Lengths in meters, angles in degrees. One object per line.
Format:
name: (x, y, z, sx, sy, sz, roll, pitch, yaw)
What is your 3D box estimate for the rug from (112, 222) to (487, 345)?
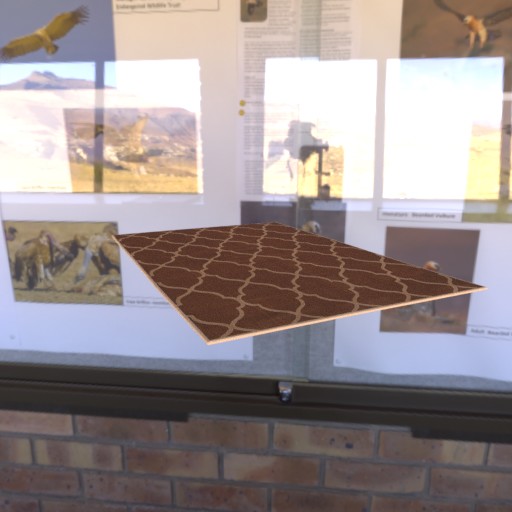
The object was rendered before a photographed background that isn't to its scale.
rug: (0.000, 0.000, 2.939, 1.526, 0.014, 2.290, -7, 15, -25)
